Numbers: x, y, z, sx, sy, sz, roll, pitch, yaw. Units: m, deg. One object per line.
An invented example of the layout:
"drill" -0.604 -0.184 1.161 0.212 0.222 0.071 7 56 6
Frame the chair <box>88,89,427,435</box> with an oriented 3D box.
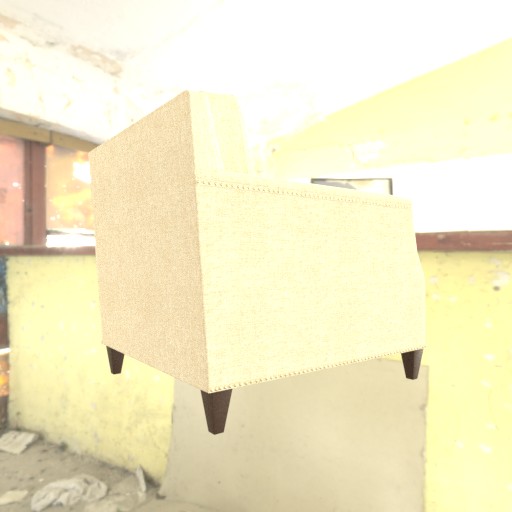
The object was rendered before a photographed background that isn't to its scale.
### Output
"chair" 0.000 0.000 1.726 1.041 0.940 0.838 0 -1 -37
